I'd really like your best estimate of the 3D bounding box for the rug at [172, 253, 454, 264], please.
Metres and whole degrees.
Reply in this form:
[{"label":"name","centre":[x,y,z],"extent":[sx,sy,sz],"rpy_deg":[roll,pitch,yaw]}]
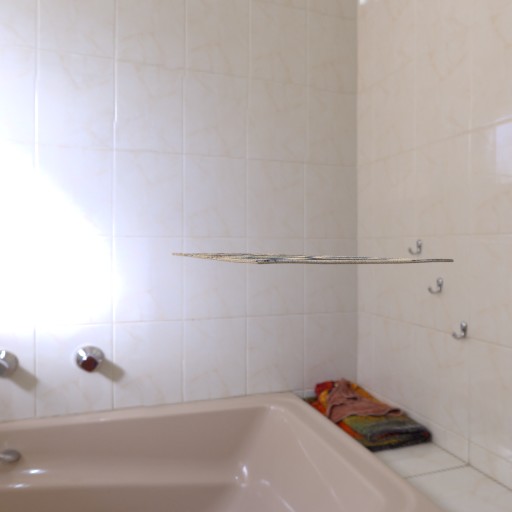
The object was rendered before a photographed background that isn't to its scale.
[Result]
[{"label":"rug","centre":[0.000,0.000,2.474],"extent":[0.692,0.017,2.301],"rpy_deg":[0,1,-17]}]
